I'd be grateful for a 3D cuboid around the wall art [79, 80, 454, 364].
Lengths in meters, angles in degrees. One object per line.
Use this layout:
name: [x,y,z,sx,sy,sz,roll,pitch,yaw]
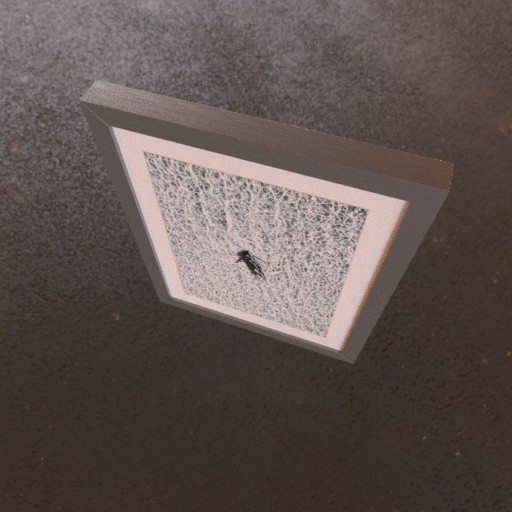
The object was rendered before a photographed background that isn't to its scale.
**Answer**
wall art: [0.000,0.000,0.516,0.308,0.379,0.030,16,59,10]
